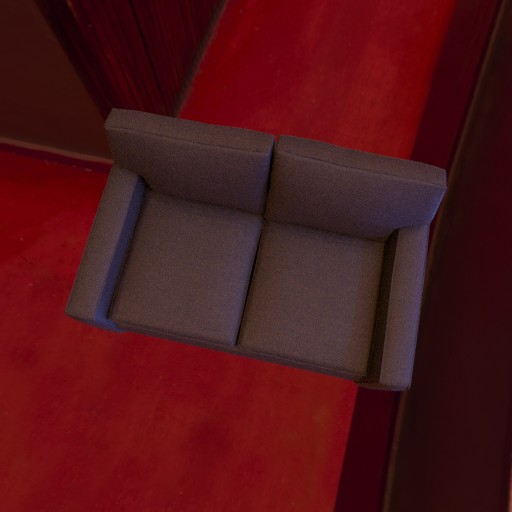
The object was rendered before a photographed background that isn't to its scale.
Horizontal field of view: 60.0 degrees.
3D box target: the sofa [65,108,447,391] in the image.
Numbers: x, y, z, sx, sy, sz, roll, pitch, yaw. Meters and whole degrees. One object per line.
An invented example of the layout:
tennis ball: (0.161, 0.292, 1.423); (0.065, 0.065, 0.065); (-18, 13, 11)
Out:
sofa: (0.000, 0.000, 2.144); (1.534, 0.887, 0.974); (12, 75, 3)
